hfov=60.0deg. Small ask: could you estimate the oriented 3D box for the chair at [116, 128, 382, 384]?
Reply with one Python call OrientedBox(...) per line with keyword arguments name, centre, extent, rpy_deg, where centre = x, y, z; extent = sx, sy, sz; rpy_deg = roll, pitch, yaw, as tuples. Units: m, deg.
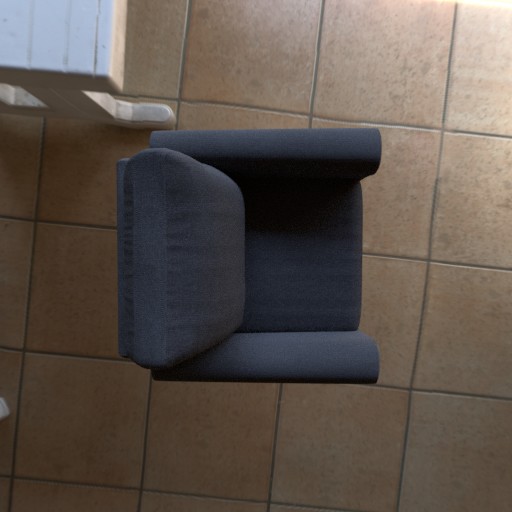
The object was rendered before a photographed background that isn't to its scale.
OrientedBox(name="chair", centre=(0.000, 0.000, 1.614), extent=(0.828, 0.942, 0.867), rpy_deg=(0, 92, 0))
